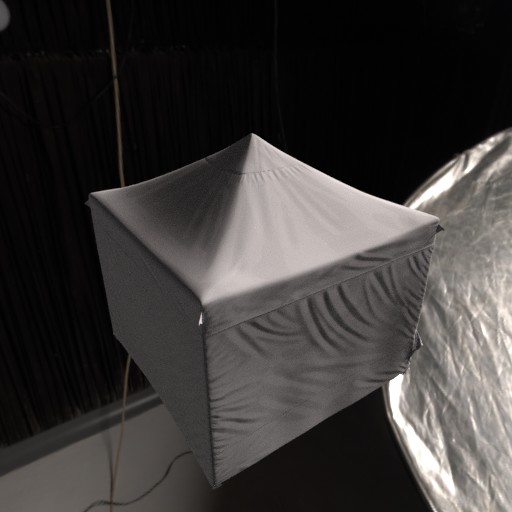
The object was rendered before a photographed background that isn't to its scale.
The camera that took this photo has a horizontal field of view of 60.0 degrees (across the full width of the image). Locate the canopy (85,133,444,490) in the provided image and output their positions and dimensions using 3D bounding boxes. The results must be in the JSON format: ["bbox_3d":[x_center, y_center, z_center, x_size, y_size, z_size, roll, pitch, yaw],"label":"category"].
[{"bbox_3d":[0.000,0.000,5.454,3.121,2.997,3.043,-18,33,-30],"label":"canopy"}]
